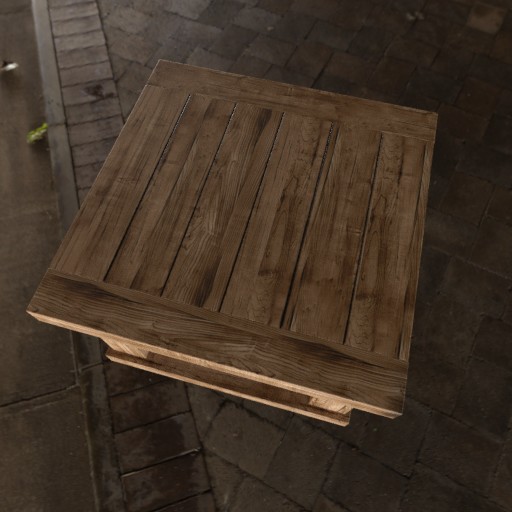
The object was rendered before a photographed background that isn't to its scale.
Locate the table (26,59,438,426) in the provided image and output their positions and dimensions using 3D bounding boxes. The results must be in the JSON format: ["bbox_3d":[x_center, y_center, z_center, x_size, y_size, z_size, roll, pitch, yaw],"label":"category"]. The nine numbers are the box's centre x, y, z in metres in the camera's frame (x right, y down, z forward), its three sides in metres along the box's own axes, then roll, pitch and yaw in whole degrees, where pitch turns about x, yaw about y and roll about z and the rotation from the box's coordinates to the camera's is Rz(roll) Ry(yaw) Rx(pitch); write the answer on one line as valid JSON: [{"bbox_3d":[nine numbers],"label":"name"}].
[{"bbox_3d":[0.000,0.000,1.019,0.610,0.457,0.610,14,64,7],"label":"table"}]
